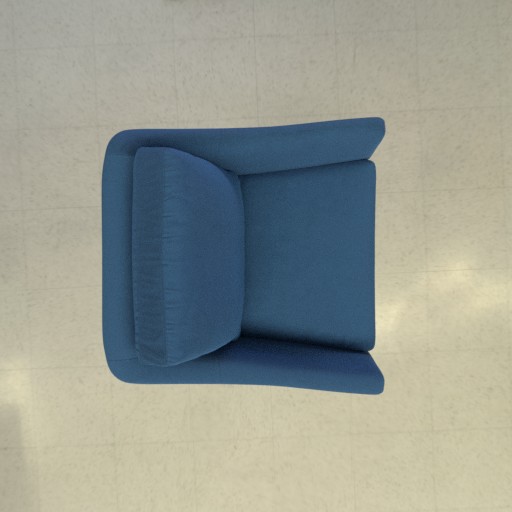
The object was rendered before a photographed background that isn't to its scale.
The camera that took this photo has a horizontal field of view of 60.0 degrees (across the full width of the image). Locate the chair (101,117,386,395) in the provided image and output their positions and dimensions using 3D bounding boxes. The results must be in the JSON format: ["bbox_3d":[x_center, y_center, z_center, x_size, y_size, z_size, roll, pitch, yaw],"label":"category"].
[{"bbox_3d":[0.000,0.000,1.711,0.961,0.899,0.987,0,91,0],"label":"chair"}]
